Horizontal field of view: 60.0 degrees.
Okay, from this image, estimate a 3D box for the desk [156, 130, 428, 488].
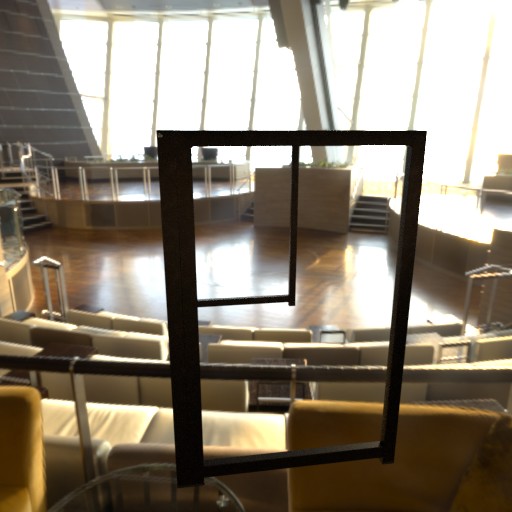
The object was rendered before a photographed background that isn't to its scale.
[{"bbox_3d":[0.000,0.000,1.392,0.508,0.762,1.016,-2,16,-8],"label":"desk"}]
